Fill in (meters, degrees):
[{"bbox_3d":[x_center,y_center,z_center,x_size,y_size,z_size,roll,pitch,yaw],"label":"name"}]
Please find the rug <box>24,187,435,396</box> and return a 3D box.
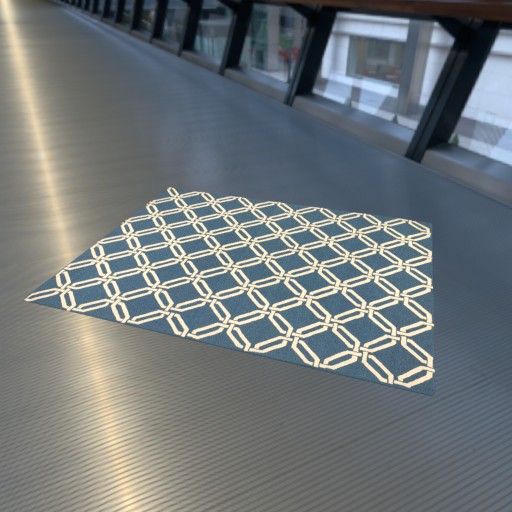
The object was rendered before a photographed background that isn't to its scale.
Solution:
[{"bbox_3d":[0.000,0.000,3.785,2.867,0.020,2.277,10,32,16],"label":"rug"}]
